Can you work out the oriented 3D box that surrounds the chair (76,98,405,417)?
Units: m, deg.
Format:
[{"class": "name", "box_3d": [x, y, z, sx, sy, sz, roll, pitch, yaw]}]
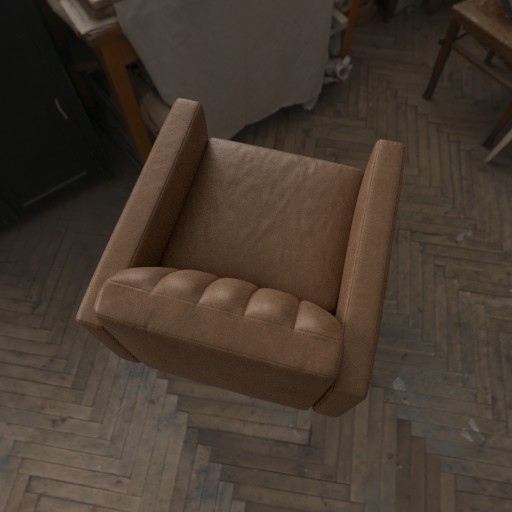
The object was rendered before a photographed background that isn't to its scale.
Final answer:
[{"class": "chair", "box_3d": [0.000, 0.000, 1.713, 0.953, 0.819, 0.998, 14, 65, 6]}]
